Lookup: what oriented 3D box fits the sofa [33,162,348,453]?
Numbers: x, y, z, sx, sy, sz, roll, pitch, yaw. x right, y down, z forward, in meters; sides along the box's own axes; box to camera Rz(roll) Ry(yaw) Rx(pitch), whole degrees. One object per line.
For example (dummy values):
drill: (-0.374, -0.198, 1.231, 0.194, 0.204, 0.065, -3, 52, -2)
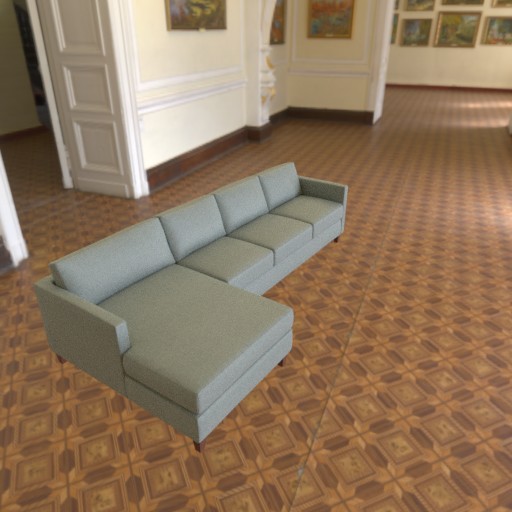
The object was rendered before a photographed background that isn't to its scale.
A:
sofa: (0.000, 0.000, 4.198, 1.600, 0.953, 3.470, 18, 32, 31)
